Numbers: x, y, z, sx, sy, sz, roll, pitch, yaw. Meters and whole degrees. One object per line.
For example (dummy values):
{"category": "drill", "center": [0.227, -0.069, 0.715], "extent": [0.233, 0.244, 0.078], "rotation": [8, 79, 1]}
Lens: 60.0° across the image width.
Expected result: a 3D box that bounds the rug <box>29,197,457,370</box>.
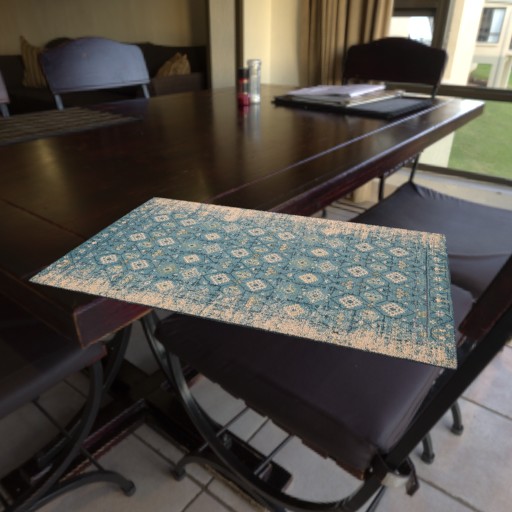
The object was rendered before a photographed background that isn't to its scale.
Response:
{"category": "rug", "center": [0.000, 0.000, 2.183], "extent": [1.795, 0.008, 1.102], "rotation": [9, 30, 16]}
